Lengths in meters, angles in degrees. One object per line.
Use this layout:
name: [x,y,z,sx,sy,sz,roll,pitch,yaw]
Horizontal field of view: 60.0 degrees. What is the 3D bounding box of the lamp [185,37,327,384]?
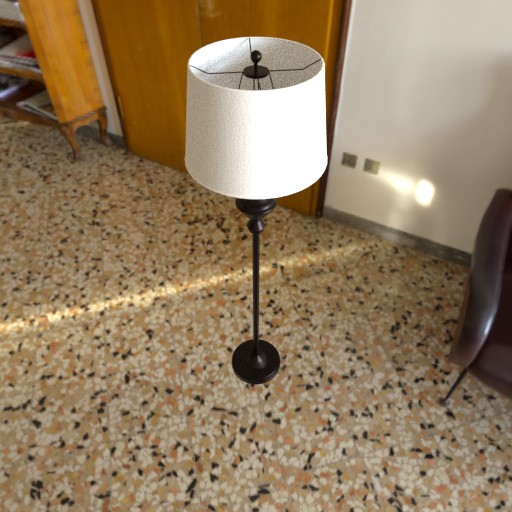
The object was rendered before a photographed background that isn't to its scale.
lamp: [0.000,0.000,1.655,0.431,1.484,0.431,0,45,0]
